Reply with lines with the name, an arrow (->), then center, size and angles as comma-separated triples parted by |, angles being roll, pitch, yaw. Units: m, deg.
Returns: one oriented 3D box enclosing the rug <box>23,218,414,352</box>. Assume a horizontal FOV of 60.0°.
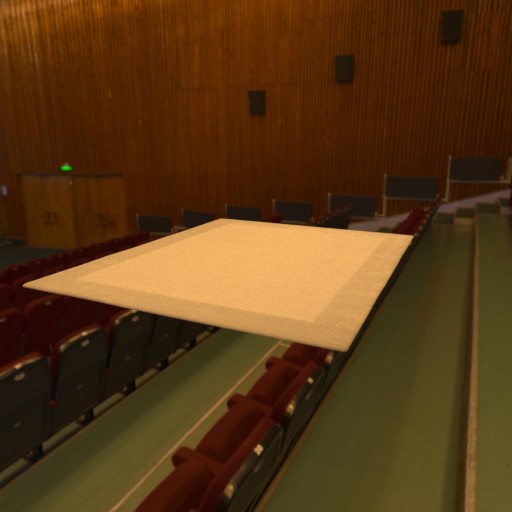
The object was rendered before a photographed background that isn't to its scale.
rug -> 0.000, 0.000, 4.062 | 2.430, 0.018, 2.976 | 7, 17, 24
